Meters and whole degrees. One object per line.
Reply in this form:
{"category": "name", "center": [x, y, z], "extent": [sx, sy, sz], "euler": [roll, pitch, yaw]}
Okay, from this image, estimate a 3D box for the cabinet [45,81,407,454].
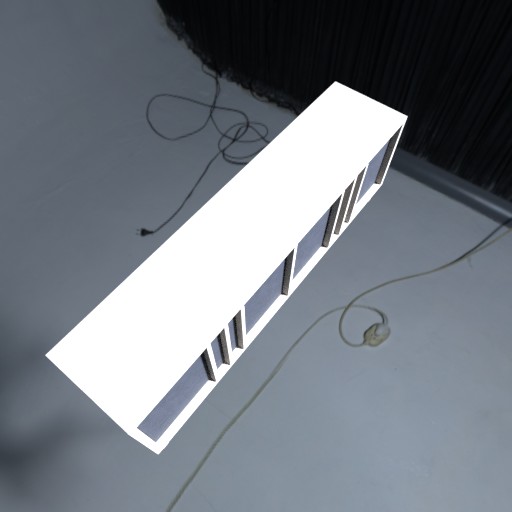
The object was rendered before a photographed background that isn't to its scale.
{"category": "cabinet", "center": [0.000, 0.000, 2.533], "extent": [0.499, 0.779, 2.198], "euler": [34, 65, 18]}
